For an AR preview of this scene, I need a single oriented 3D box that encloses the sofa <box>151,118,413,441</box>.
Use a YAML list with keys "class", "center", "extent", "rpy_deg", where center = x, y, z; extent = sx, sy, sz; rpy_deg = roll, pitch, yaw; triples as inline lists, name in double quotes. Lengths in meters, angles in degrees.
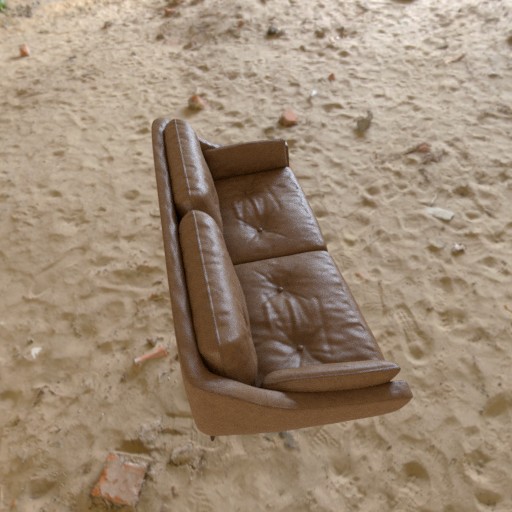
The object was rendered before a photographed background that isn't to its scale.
- class: "sofa"
  center: [0.000, 0.000, 2.364]
  extent: [0.904, 0.839, 1.902]
  rpy_deg: [-9, 47, -9]
